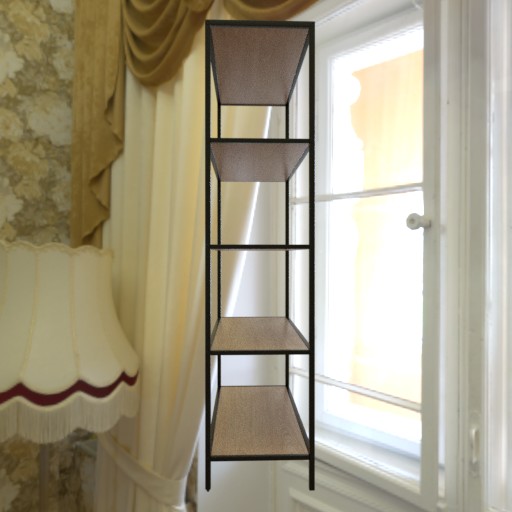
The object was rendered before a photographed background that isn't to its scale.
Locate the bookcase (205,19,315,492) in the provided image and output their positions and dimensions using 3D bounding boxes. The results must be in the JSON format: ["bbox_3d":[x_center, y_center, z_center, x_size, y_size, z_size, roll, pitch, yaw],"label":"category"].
[{"bbox_3d":[0.000,0.000,1.794,0.350,1.500,0.770,0,0,-2],"label":"bookcase"}]
